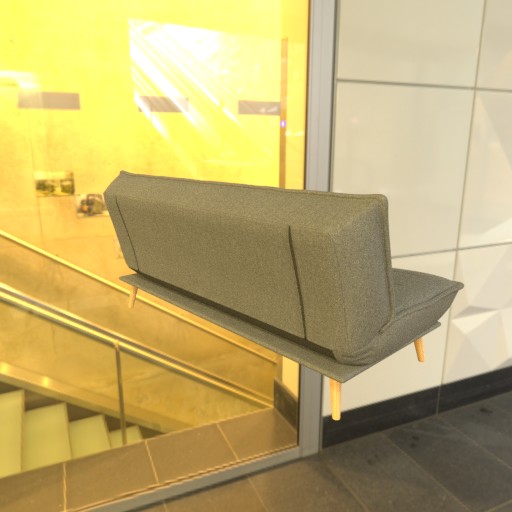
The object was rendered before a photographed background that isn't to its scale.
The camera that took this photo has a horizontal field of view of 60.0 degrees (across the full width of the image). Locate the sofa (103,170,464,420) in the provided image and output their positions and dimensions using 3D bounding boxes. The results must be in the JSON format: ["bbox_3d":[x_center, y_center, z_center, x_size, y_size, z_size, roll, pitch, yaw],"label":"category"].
[{"bbox_3d":[0.000,0.000,2.483,0.950,0.890,1.940,-13,19,-41],"label":"sofa"}]
